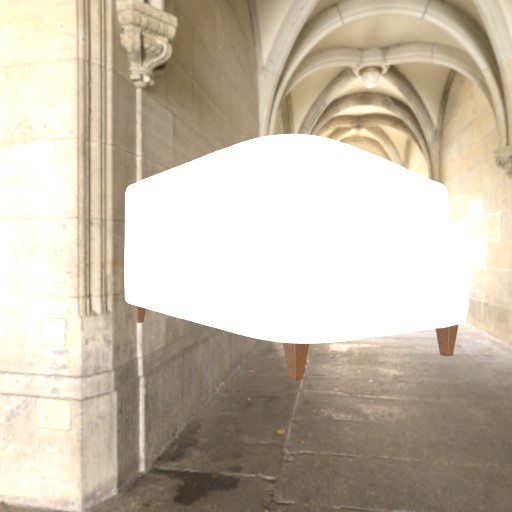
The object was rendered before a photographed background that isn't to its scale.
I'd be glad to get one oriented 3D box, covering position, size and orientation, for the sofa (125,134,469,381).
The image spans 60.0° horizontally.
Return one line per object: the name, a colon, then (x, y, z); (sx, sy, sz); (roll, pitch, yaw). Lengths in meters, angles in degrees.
sofa: (0.000, 0.000, 2.211); (0.941, 0.855, 1.733); (0, 0, -35)
